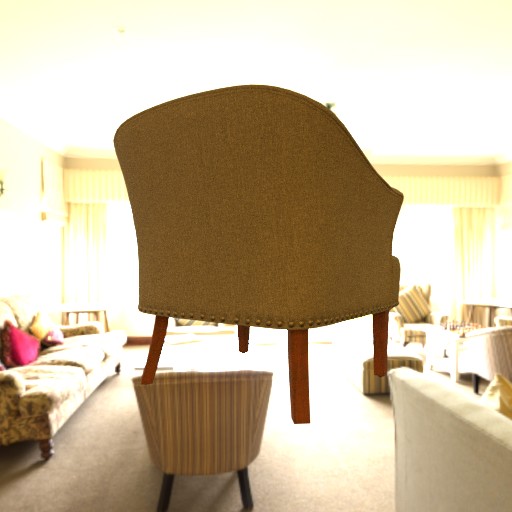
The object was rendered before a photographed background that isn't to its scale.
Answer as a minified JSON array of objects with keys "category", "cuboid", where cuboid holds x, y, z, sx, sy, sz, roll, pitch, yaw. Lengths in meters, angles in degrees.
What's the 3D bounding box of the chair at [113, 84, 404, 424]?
[{"category":"chair","cuboid":[0.000,0.000,1.416,0.798,0.815,0.704,0,1,36]}]
